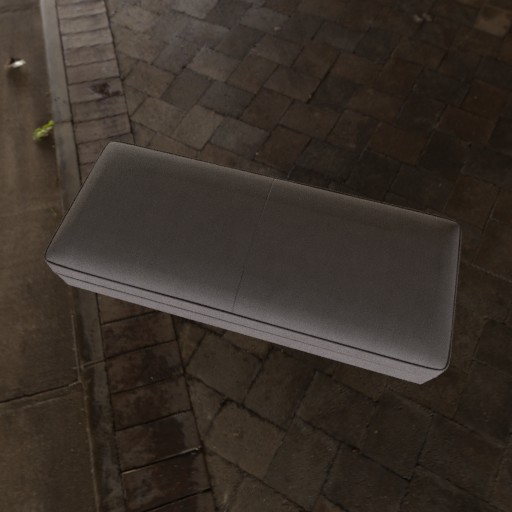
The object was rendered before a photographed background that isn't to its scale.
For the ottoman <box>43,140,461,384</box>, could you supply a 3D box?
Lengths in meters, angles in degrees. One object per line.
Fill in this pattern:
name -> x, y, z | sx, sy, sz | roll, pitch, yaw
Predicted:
ottoman -> 0.000, 0.000, 2.116 | 1.764, 0.470, 0.751 | 15, 64, 7
